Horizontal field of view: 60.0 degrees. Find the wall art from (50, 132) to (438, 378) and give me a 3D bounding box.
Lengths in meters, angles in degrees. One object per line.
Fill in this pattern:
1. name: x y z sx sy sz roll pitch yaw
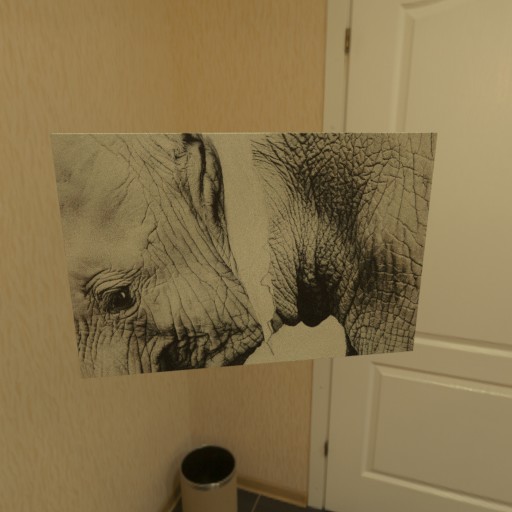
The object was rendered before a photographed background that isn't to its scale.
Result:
1. wall art: 0.000 0.000 1.418 1.141 0.758 0.035 -3 17 -9
